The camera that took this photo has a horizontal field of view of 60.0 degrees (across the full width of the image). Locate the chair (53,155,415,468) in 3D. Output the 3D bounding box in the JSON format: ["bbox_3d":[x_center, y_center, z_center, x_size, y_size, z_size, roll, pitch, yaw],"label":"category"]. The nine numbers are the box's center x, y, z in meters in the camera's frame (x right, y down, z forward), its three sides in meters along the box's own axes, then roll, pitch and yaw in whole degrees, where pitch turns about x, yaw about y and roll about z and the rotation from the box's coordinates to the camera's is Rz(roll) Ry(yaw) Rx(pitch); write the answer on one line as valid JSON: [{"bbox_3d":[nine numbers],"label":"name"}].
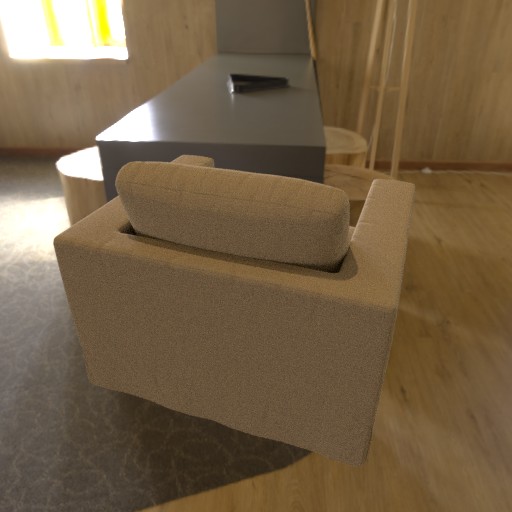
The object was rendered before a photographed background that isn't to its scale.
[{"bbox_3d":[0.000,0.000,1.781,1.150,0.878,0.957,11,33,17],"label":"chair"}]
